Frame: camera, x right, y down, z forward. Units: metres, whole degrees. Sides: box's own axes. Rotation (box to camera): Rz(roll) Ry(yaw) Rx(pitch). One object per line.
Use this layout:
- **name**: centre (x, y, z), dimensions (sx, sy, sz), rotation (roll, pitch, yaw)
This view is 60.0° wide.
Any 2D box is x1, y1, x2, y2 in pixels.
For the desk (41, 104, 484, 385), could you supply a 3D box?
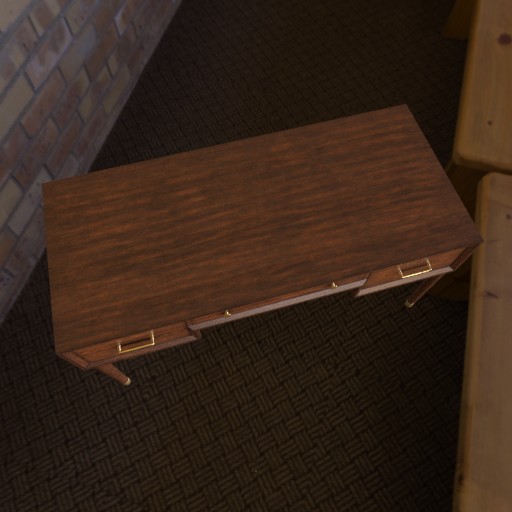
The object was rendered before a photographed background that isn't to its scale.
- **desk**: centre (0.000, 0.000, 2.050), dimensions (1.575, 0.762, 0.724), rotation (-14, 65, -7)
